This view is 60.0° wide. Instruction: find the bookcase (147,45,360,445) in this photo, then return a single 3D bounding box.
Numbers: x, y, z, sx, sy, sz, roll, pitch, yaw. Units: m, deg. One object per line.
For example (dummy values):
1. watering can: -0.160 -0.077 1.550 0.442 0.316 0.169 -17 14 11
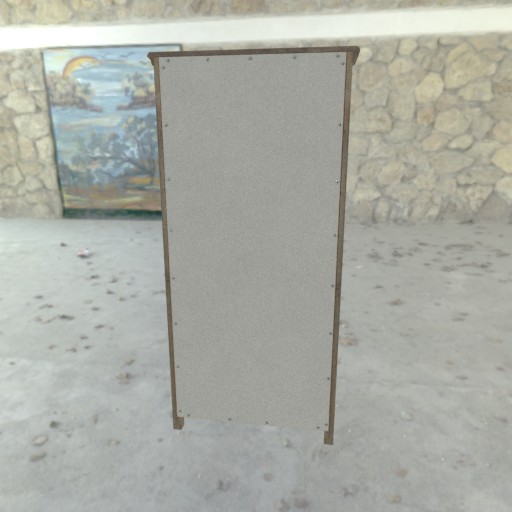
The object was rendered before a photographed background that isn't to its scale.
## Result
1. bookcase: 0.000 0.000 2.257 0.906 1.880 0.348 2 15 9
